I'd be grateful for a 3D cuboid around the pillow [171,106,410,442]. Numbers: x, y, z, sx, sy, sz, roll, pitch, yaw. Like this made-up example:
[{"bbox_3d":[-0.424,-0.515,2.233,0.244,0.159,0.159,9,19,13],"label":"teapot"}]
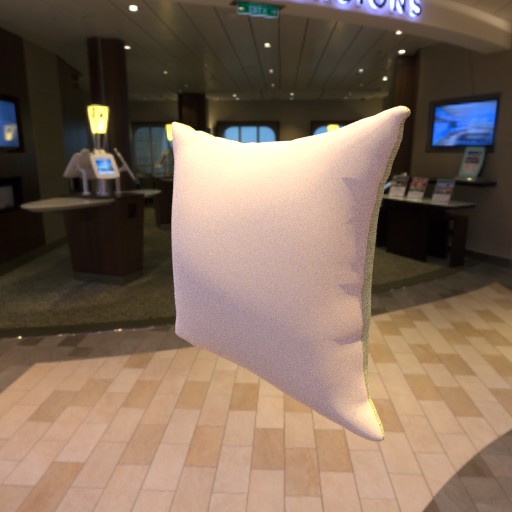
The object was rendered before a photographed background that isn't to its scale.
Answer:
[{"bbox_3d":[0.000,0.000,0.803,0.229,0.487,0.560,-12,18,-41],"label":"pillow"}]
